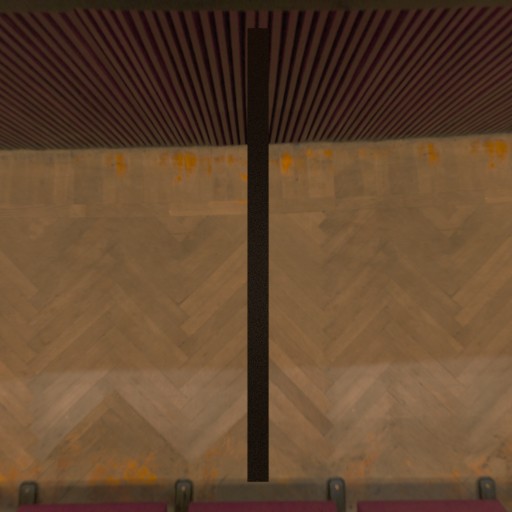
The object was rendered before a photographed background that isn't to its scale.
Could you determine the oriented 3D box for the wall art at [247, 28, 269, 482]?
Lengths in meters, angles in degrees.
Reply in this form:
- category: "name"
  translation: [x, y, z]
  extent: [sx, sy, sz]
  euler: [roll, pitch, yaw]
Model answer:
- category: "wall art"
  translation: [0.000, 0.000, 1.116]
  extent: [0.036, 0.755, 0.756]
  euler: [0, 89, -1]
